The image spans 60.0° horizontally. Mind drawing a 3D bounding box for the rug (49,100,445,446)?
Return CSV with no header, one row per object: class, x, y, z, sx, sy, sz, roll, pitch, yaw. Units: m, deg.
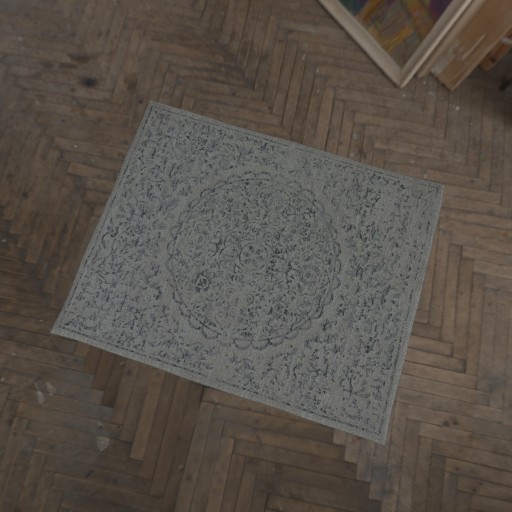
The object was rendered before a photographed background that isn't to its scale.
rug,0.000,0.000,3.913,2.925,0.026,2.343,17,77,4
